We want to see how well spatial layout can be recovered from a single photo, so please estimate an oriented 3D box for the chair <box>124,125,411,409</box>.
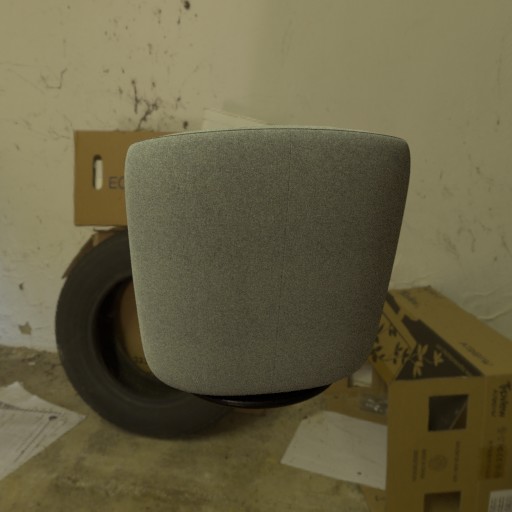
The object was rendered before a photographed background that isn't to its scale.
[{"bbox_3d":[0.000,0.000,1.584,0.822,0.861,0.986,-2,14,-9],"label":"chair"}]
